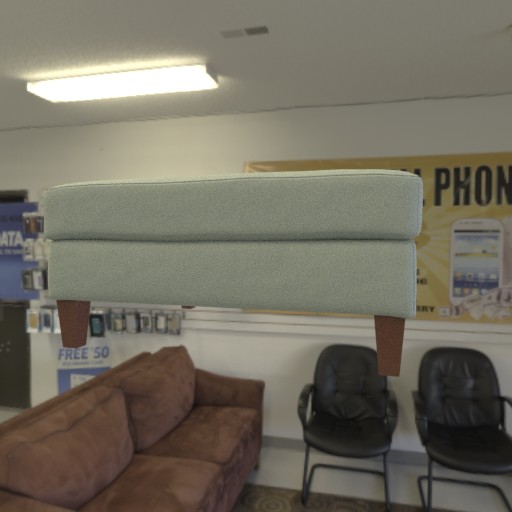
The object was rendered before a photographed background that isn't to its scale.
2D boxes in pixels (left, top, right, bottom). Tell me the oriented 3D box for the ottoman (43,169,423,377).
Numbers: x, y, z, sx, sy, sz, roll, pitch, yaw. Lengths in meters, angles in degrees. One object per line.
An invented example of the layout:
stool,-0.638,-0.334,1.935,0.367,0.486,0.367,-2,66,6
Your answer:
ottoman,0.000,0.000,1.460,0.991,0.494,0.842,1,2,17
